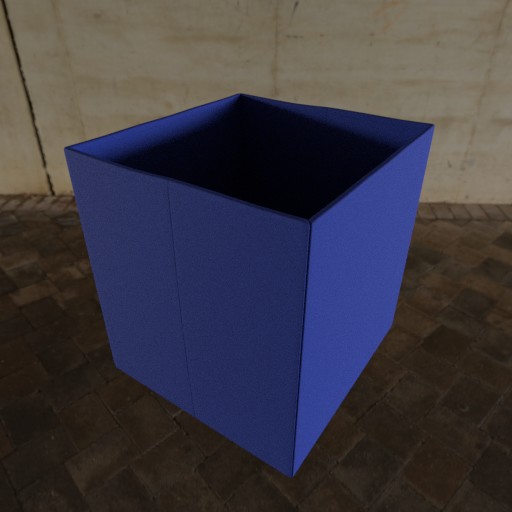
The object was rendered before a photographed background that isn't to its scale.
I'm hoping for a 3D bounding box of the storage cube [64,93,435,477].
[{"bbox_3d":[0.000,0.000,0.503,0.270,0.280,0.270,20,38,29],"label":"storage cube"}]
